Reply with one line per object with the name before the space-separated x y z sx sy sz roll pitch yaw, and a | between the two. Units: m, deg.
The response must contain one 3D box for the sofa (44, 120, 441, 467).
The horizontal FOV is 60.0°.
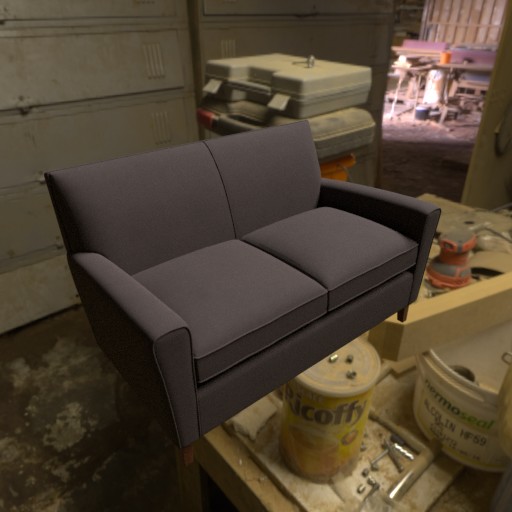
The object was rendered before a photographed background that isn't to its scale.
sofa | 0.000 0.000 1.932 1.420 0.846 0.871 -22 36 -33
